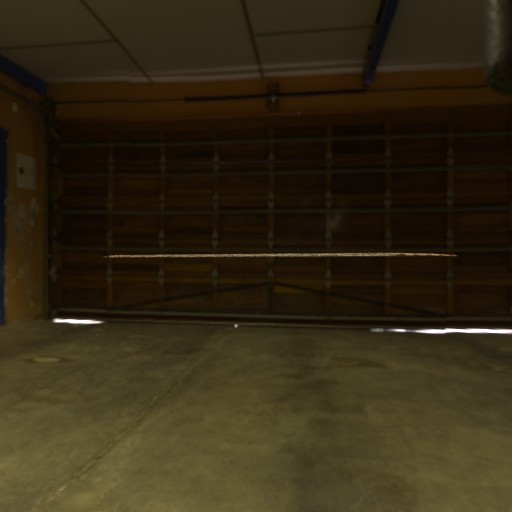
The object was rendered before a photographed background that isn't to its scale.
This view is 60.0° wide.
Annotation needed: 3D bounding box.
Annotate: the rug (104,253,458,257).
[{"bbox_3d":[0.000,0.000,2.869,1.324,0.018,2.378,0,0,-37],"label":"rug"}]
